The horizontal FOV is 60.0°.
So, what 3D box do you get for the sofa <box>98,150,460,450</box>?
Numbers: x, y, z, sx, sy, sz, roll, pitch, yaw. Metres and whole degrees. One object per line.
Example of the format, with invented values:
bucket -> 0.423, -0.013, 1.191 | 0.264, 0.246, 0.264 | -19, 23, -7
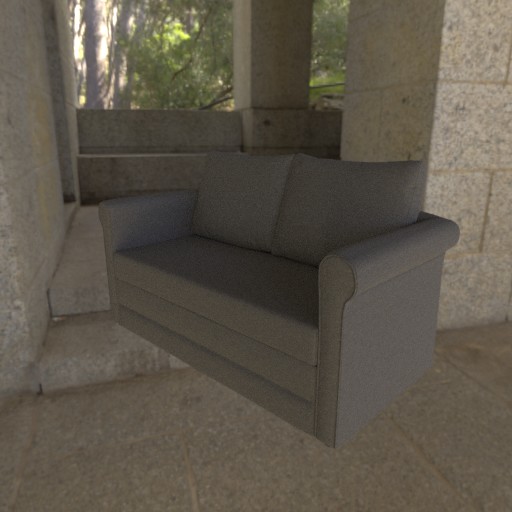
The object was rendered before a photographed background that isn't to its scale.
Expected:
sofa -> 0.000, 0.000, 1.971 | 1.460, 0.872, 0.741 | 15, 22, 42
